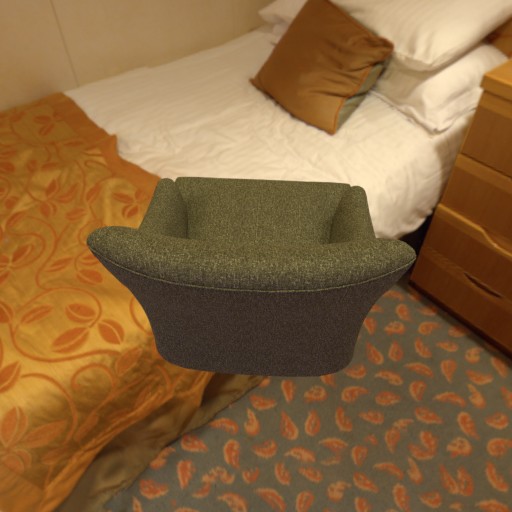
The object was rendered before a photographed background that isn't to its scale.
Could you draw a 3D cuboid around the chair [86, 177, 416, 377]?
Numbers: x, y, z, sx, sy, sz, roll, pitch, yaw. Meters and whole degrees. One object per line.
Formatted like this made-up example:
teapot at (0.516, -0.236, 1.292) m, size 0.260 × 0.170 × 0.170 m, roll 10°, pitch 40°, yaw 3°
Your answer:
chair at (0.000, 0.000, 1.629) m, size 0.864 × 0.856 × 0.923 m, roll 3°, pitch 47°, yaw 3°
